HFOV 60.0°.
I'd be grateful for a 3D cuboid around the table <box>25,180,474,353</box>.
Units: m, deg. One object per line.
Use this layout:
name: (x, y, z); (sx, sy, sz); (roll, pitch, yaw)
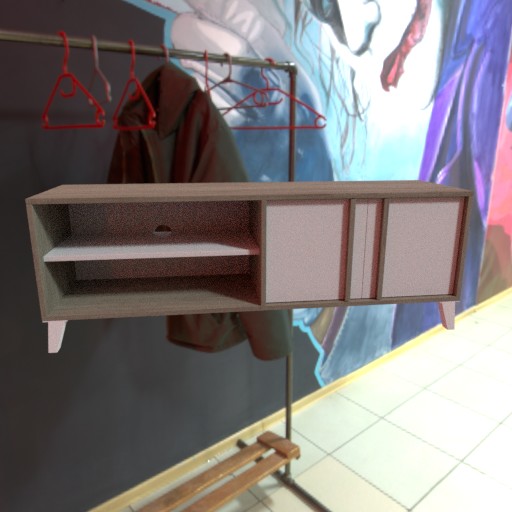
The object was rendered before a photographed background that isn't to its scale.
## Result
table: (0.000, 0.000, 1.732); (1.500, 0.530, 0.400); (-2, 16, -7)
